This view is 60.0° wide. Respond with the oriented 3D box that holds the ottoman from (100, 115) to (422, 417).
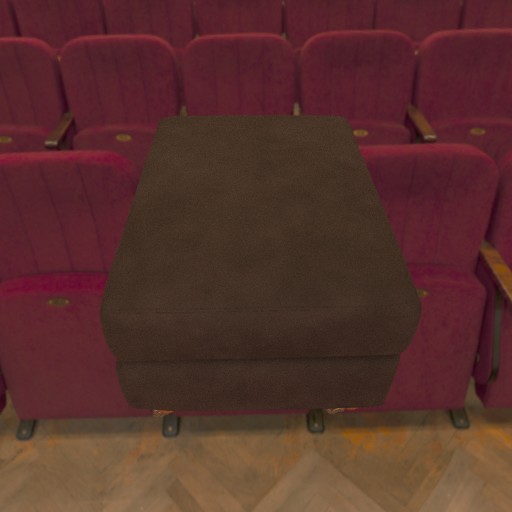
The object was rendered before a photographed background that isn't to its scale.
[{"bbox_3d":[0.000,0.000,1.144,0.574,0.497,0.773,-1,42,-1],"label":"ottoman"}]
